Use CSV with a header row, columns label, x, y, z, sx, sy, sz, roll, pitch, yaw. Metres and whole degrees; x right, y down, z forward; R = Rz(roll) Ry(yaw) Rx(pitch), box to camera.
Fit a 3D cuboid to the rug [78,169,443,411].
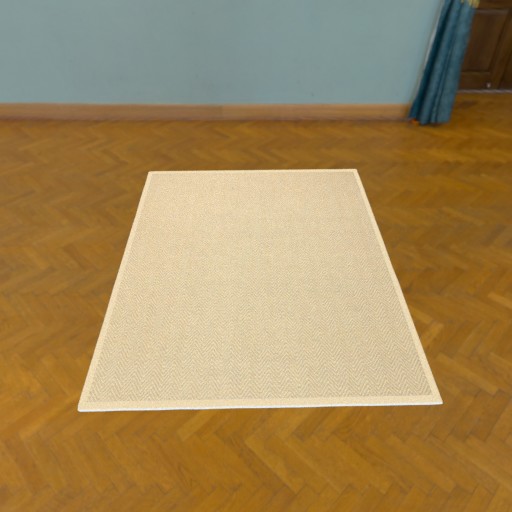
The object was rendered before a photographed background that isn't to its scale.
label,x,y,z,sx,sy,sz,roll,pitch,yaw
rug,0.000,0.000,4.044,2.423,0.019,3.009,-1,42,-1
